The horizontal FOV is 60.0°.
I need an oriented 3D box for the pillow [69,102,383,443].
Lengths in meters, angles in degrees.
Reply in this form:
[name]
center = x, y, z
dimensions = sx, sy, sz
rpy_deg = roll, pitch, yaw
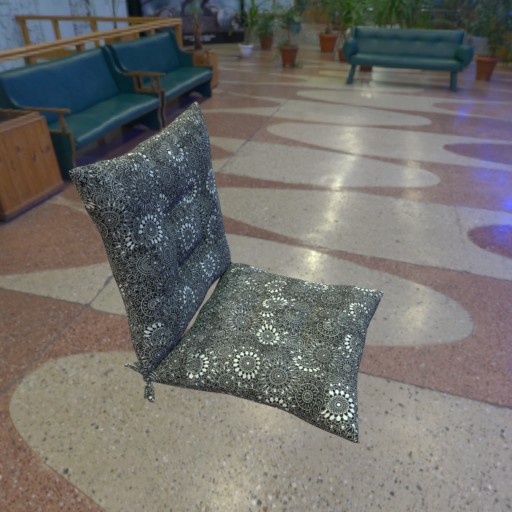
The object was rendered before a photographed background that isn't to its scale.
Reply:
[pillow]
center = 0.000, 0.000, 1.008
dimensions = 0.585, 0.536, 0.541
rpy_deg = 10, 33, 16
